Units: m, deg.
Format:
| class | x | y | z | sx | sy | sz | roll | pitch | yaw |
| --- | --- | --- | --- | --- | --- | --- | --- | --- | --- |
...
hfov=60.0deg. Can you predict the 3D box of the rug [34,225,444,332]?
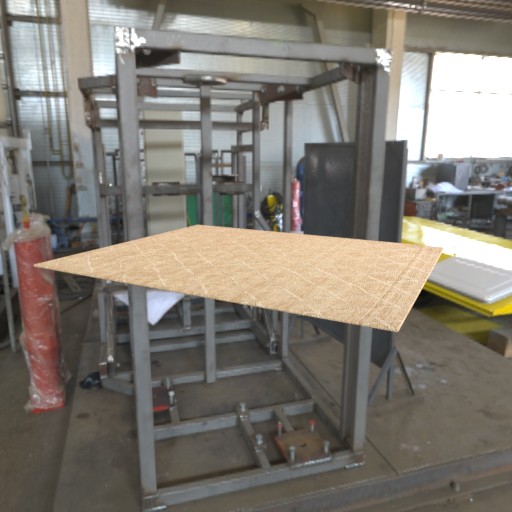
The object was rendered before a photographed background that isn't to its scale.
| class | x | y | z | sx | sy | sz | roll | pitch | yaw |
| --- | --- | --- | --- | --- | --- | --- | --- | --- | --- |
| rug | 0.000 | 0.000 | 4.147 | 3.039 | 0.019 | 2.420 | 7 | 15 | 27 |
